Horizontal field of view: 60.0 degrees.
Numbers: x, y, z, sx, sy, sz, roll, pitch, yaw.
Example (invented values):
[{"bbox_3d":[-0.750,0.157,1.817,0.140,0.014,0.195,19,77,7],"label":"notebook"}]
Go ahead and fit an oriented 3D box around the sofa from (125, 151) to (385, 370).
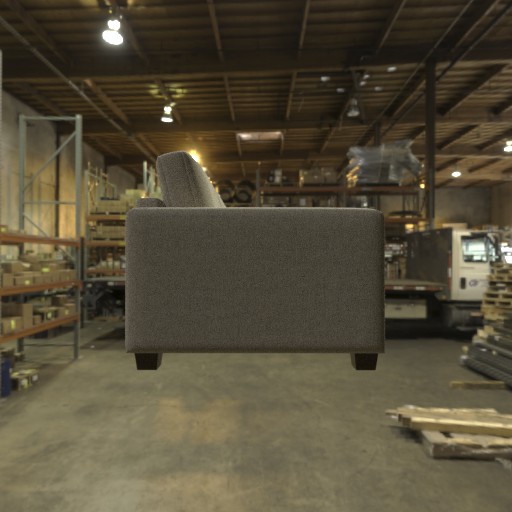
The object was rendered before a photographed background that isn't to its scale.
[{"bbox_3d":[0.000,0.000,2.573,0.900,0.800,2.160,0,0,0],"label":"sofa"}]
